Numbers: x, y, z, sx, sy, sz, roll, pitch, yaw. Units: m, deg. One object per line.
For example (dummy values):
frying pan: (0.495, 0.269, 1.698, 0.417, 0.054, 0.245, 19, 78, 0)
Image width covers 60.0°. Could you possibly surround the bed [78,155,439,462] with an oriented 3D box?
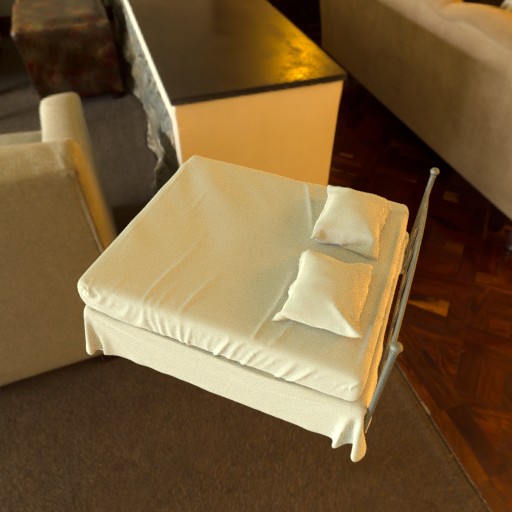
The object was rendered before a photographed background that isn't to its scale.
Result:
bed: (0.000, 0.000, 3.294, 2.215, 1.080, 1.936, 16, 48, 15)
